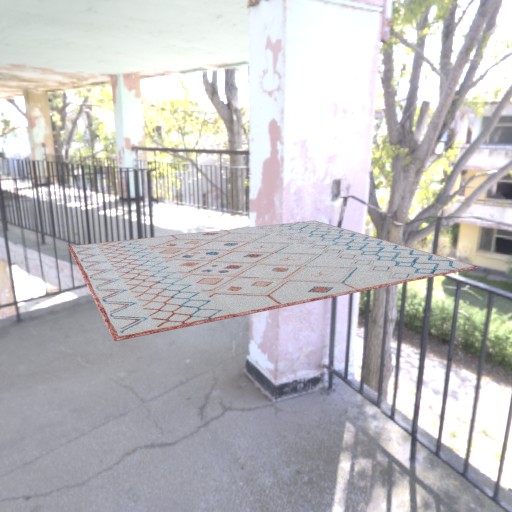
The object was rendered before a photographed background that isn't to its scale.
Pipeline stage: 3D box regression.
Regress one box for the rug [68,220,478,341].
[{"bbox_3d":[0.000,0.000,4.170,3.050,0.016,2.441,-8,17,-27],"label":"rug"}]
